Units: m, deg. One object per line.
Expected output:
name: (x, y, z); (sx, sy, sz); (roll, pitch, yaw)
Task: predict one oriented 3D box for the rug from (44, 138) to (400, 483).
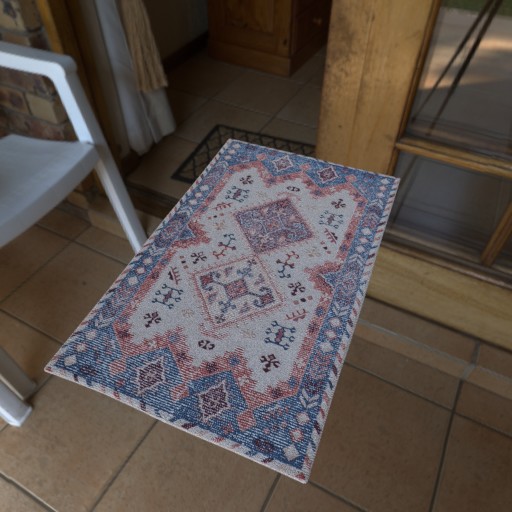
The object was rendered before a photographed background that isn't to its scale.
rug: (0.000, 0.000, 3.005); (1.521, 0.023, 2.464); (17, 50, 15)
